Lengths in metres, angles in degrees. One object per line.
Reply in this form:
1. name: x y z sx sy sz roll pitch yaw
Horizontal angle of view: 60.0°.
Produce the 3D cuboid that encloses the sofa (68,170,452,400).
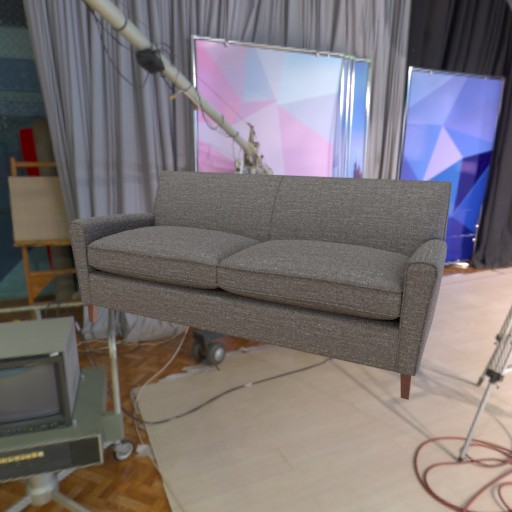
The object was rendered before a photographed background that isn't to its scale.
1. sofa: 0.000 0.000 2.504 1.976 0.846 0.875 7 16 26
